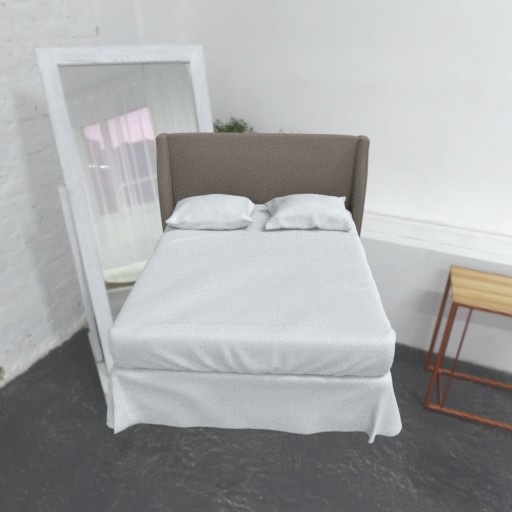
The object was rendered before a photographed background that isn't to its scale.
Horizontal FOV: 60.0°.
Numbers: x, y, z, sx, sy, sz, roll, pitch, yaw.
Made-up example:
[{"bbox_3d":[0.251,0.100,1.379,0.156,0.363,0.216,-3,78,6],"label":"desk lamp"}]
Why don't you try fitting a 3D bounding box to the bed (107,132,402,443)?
[{"bbox_3d":[0.000,0.000,3.360,1.925,1.332,2.276,1,29,2],"label":"bed"}]
